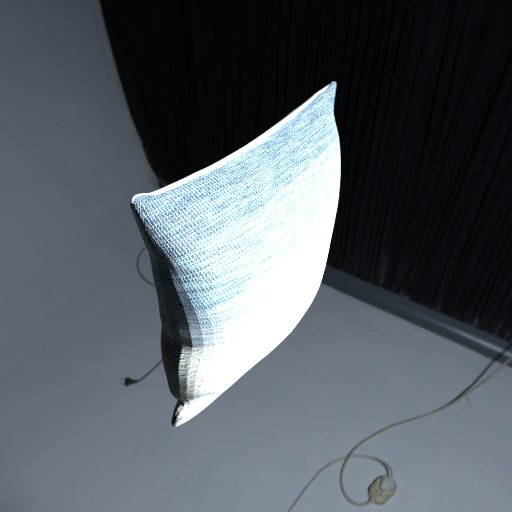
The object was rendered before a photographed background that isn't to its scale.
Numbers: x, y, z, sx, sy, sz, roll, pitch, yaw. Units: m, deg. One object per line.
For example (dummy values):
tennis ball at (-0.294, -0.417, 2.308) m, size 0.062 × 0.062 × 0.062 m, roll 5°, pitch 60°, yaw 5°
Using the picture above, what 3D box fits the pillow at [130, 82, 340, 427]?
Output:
pillow at (0.000, 0.000, 0.709) m, size 0.182 × 0.441 × 0.440 m, roll 25°, pitch 47°, yaw 26°
